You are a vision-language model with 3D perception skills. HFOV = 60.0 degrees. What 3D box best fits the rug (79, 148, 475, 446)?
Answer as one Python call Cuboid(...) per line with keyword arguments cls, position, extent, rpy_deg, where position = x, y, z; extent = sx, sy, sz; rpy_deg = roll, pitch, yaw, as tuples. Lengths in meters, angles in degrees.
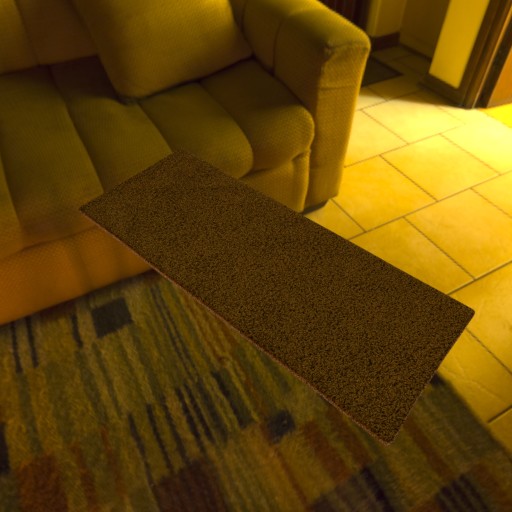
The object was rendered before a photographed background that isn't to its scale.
Cuboid(cls="rug", position=(0.000, 0.000, 1.742), extent=(1.524, 0.030, 0.609), rpy_deg=(33, 55, 26))
